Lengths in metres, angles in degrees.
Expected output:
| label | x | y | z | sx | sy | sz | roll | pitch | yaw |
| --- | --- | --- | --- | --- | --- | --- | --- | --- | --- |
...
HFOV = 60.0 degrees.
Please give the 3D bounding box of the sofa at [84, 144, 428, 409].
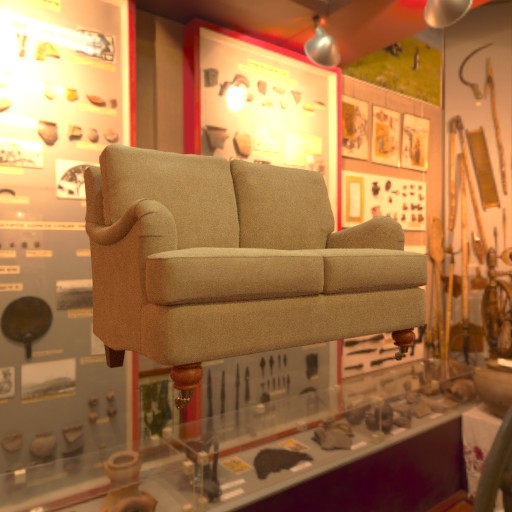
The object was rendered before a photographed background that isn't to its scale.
| label | x | y | z | sx | sy | sz | roll | pitch | yaw |
| --- | --- | --- | --- | --- | --- | --- | --- | --- | --- |
| sofa | 0.000 | 0.000 | 2.272 | 1.498 | 1.087 | 1.086 | 0 | 1 | -35 |
